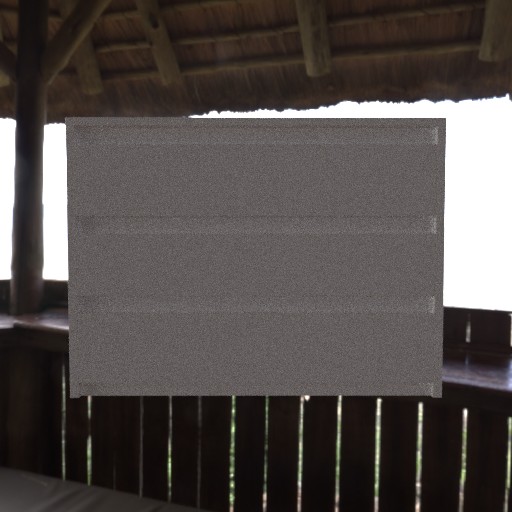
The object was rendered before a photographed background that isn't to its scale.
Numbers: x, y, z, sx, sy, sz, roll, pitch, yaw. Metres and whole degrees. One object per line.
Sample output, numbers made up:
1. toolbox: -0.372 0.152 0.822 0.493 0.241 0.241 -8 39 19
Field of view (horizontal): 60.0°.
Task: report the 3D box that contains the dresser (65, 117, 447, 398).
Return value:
1. dresser: 0.000 0.000 1.524 1.100 0.820 0.460 0 2 0
